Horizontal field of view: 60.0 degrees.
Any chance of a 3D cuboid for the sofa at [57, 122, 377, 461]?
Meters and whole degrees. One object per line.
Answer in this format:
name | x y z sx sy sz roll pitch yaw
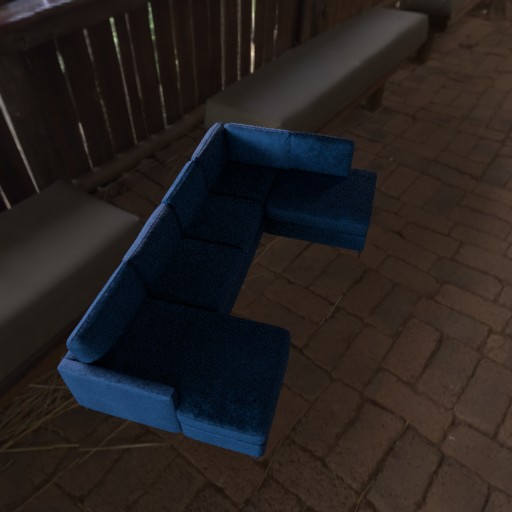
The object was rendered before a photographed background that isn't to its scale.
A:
sofa | 0.000 0.000 4.319 2.055 0.992 3.434 11 47 11
